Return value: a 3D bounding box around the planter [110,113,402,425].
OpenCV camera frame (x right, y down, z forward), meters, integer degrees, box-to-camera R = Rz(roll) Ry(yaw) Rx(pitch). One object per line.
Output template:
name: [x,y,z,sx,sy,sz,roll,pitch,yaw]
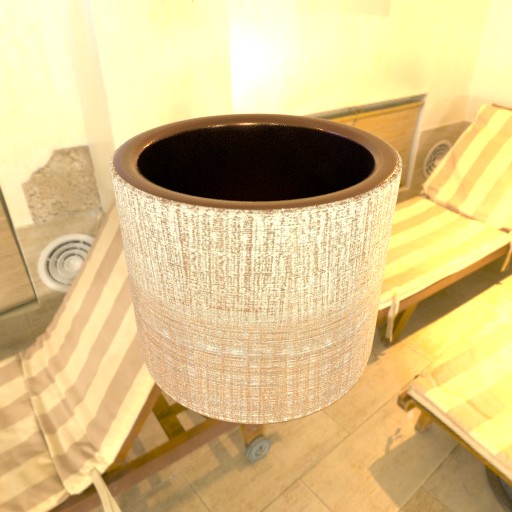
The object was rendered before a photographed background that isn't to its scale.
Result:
planter: [0.000,0.000,0.192,0.109,0.096,0.109,0,32,0]
